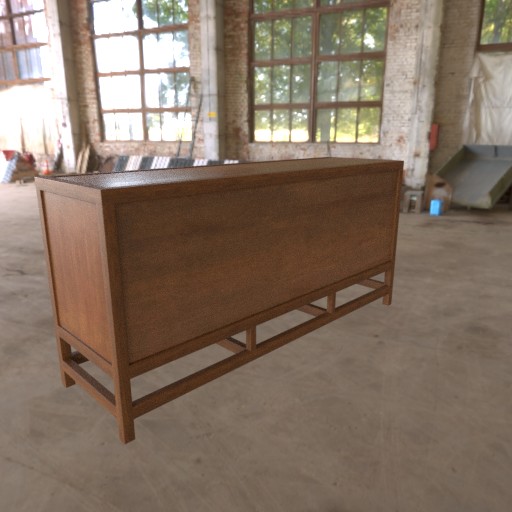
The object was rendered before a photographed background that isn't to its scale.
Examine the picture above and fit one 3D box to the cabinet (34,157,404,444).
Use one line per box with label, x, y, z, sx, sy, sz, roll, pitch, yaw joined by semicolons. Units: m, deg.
cabinet;0.000;0.000;2.074;1.708;0.820;0.522;-15;22;-43
